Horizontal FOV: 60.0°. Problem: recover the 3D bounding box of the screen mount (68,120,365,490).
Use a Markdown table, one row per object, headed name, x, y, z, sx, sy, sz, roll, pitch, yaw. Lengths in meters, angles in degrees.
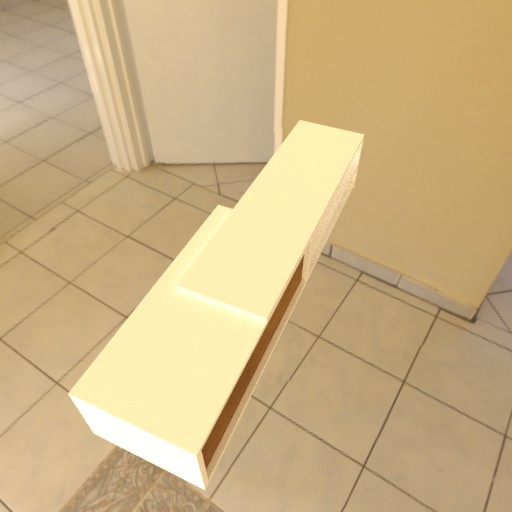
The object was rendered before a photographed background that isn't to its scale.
| name | x | y | z | sx | sy | sz | roll | pitch | yaw |
| --- | --- | --- | --- | --- | --- | --- | --- | --- | --- |
| screen mount | 0.000 | 0.000 | 1.837 | 0.420 | 0.320 | 1.680 | 18 | 49 | 17 |
